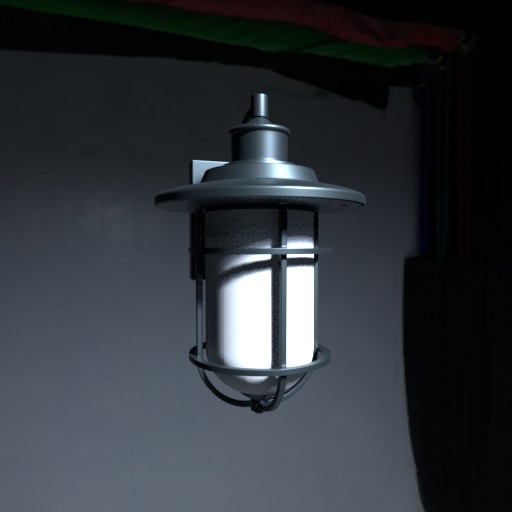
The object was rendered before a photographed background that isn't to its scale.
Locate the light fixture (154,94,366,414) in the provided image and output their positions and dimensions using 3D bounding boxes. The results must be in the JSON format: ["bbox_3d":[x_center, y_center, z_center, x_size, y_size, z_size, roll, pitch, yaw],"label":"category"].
[{"bbox_3d":[0.000,0.000,0.494,0.222,0.345,0.252,0,1,-18],"label":"light fixture"}]
